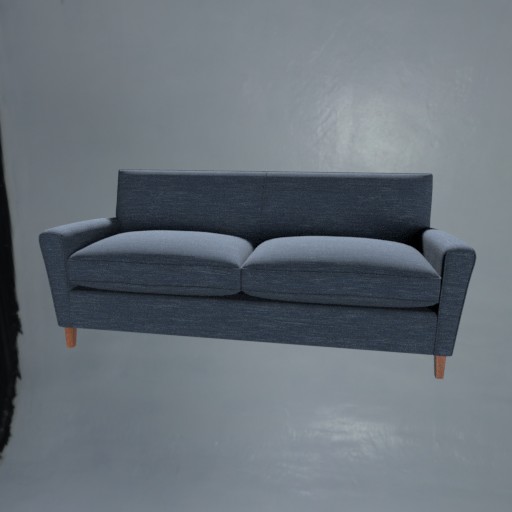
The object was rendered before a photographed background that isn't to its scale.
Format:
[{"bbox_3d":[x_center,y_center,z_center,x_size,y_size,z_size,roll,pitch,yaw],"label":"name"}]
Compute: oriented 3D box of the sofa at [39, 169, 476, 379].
[{"bbox_3d":[0.000,0.000,2.408,1.976,0.846,0.875,3,16,9],"label":"sofa"}]
